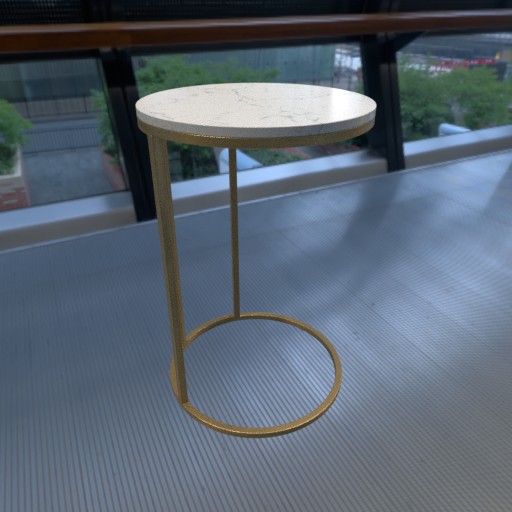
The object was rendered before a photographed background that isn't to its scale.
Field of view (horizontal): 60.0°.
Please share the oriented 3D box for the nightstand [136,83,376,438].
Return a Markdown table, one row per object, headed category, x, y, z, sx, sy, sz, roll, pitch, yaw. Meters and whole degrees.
| category | x | y | z | sx | sy | sz | roll | pitch | yaw |
| --- | --- | --- | --- | --- | --- | --- | --- | --- | --- |
| nightstand | 0.000 | 0.000 | 0.905 | 0.400 | 0.610 | 0.400 | 9 | 30 | 16 |
